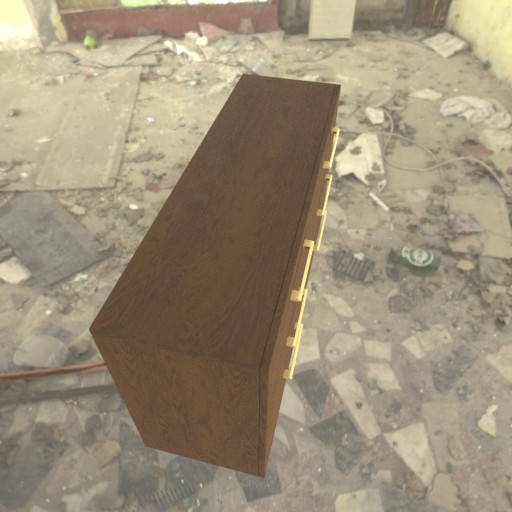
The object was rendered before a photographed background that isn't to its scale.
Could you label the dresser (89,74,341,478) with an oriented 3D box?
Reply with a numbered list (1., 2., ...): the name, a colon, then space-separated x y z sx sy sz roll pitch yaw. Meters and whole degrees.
1. dresser: 0.000 0.000 1.931 0.512 0.889 1.523 10 48 10
